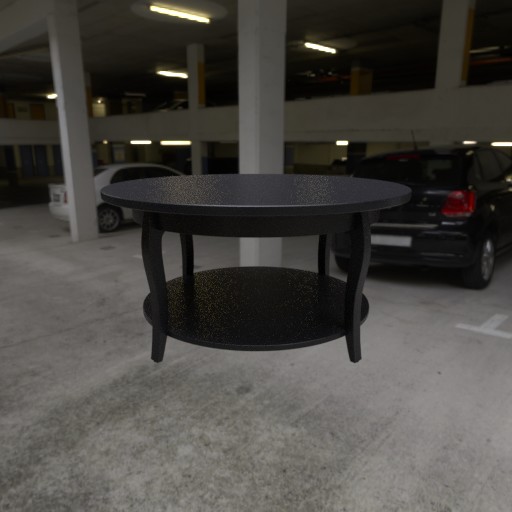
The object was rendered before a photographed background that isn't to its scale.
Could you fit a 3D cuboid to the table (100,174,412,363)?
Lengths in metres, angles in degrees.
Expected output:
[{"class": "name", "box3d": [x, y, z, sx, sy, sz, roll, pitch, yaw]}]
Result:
[{"class": "table", "box3d": [0.000, 0.000, 1.431, 0.914, 0.457, 0.914, 0, 15, 0]}]
